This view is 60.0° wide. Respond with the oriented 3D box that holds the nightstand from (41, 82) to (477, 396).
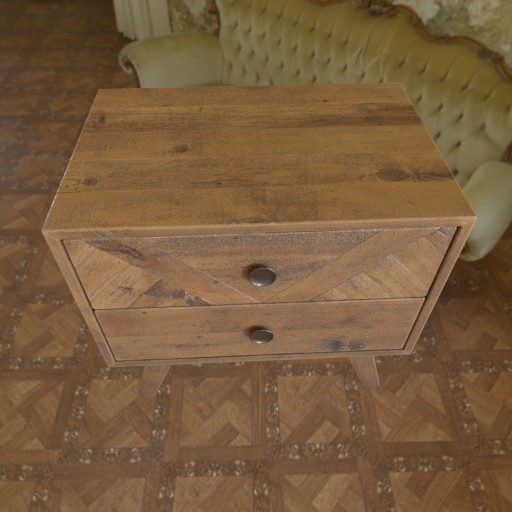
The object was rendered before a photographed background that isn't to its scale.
[{"bbox_3d":[0.000,0.000,1.022,0.650,0.599,0.450,-2,47,-2],"label":"nightstand"}]
